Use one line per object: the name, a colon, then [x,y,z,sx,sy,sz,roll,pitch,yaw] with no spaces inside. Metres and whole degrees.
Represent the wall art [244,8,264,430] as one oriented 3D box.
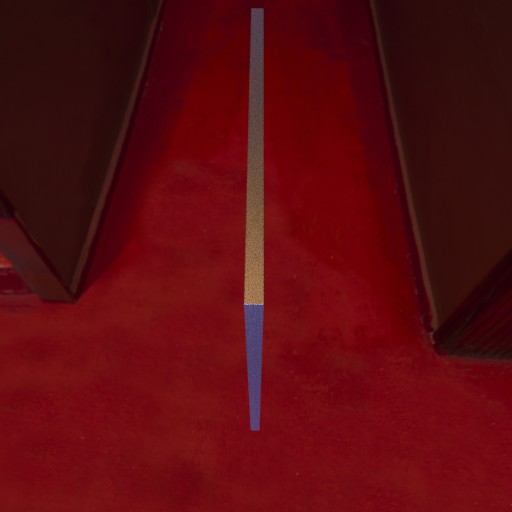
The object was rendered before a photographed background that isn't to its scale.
wall art: [0.000,0.000,1.345,0.030,1.046,0.816,0,59,0]
